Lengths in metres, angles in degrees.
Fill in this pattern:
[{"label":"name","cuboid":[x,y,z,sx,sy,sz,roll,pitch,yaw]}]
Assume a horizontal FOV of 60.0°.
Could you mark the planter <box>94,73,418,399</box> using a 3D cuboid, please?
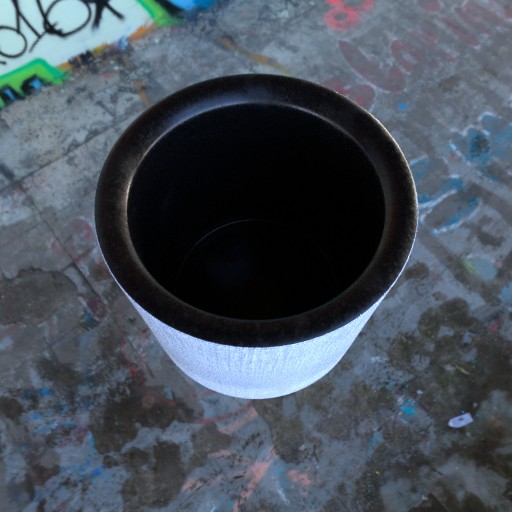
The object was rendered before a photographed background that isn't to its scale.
[{"label":"planter","cuboid":[0.000,0.000,0.285,0.160,0.156,0.160,0,64,0]}]
